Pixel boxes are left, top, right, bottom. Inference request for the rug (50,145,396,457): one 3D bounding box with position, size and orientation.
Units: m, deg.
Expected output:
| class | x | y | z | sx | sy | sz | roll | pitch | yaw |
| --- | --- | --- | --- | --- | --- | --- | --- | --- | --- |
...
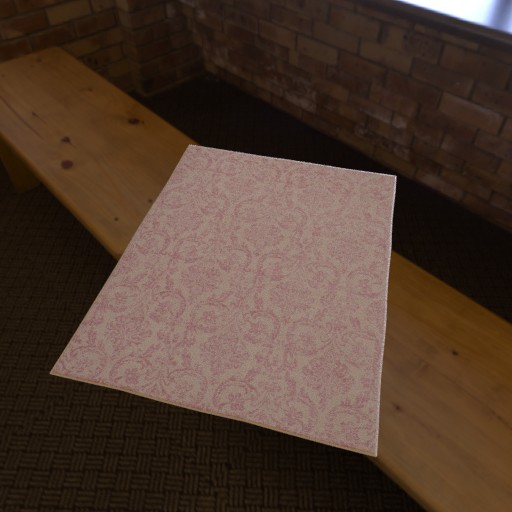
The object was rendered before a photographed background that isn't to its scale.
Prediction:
| class | x | y | z | sx | sy | sz | roll | pitch | yaw |
| --- | --- | --- | --- | --- | --- | --- | --- | --- | --- |
| rug | 0.000 | 0.000 | 4.010 | 2.363 | 0.012 | 2.980 | 11 | 49 | 9 |
